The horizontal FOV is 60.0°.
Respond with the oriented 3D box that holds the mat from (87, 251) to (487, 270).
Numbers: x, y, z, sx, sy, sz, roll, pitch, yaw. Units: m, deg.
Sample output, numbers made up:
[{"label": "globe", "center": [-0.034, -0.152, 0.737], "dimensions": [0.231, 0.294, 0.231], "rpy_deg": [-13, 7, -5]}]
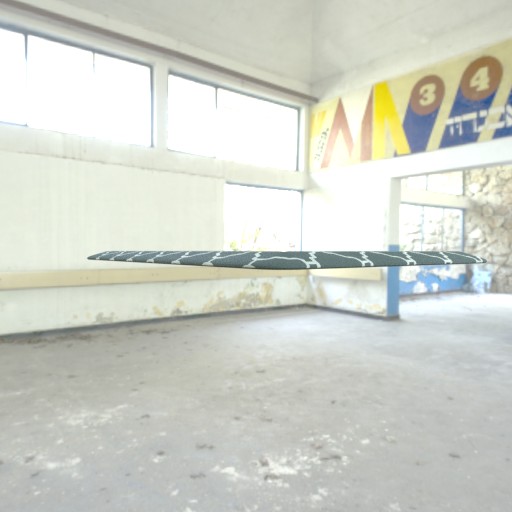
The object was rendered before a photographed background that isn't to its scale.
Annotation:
[{"label": "mat", "center": [0.000, 0.000, 0.952], "dimensions": [0.508, 0.021, 0.762], "rpy_deg": [-1, 1, -37]}]
